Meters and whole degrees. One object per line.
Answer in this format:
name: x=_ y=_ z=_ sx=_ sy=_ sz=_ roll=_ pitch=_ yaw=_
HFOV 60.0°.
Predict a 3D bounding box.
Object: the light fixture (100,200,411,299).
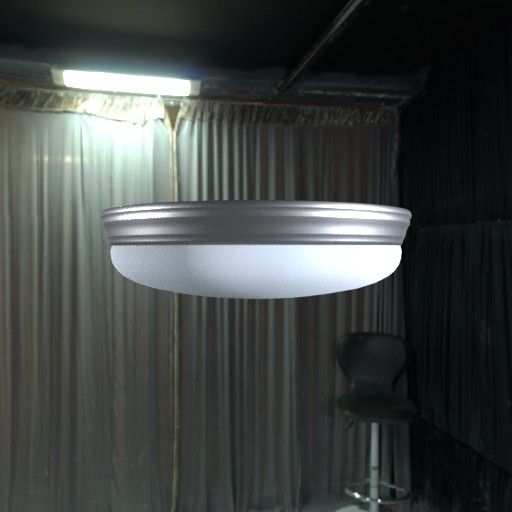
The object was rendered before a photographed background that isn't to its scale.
light fixture: x=0.000 y=0.000 z=0.556 sx=0.368 sy=0.100 sz=0.368 roll=0 pitch=1 yaw=0
